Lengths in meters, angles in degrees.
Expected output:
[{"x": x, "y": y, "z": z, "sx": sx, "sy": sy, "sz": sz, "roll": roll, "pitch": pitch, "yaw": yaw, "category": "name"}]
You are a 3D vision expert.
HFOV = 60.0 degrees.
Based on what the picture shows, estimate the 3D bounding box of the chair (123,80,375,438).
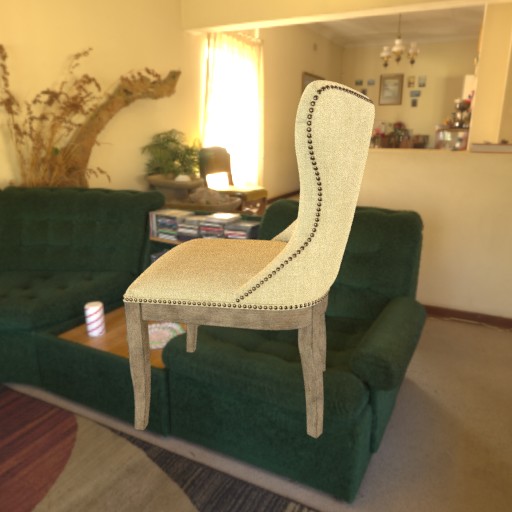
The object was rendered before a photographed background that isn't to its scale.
[{"x": 0.000, "y": 0.000, "z": 1.434, "sx": 0.681, "sy": 1.002, "sz": 0.654, "roll": 3, "pitch": 16, "yaw": 10, "category": "chair"}]
